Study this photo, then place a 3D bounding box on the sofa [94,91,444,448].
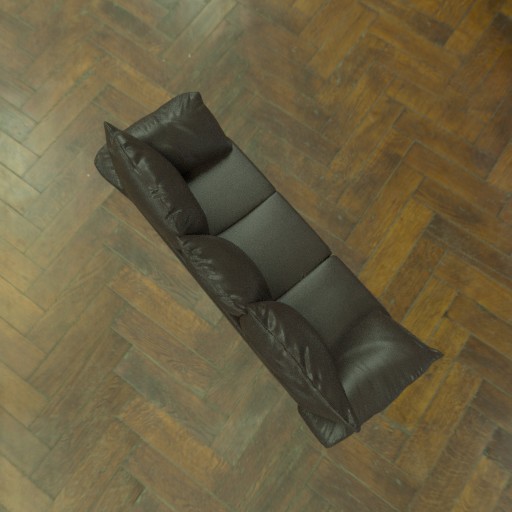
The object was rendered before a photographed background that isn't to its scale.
[{"bbox_3d":[0.000,0.000,2.904,0.907,1.091,2.390,-39,79,-9],"label":"sofa"}]
